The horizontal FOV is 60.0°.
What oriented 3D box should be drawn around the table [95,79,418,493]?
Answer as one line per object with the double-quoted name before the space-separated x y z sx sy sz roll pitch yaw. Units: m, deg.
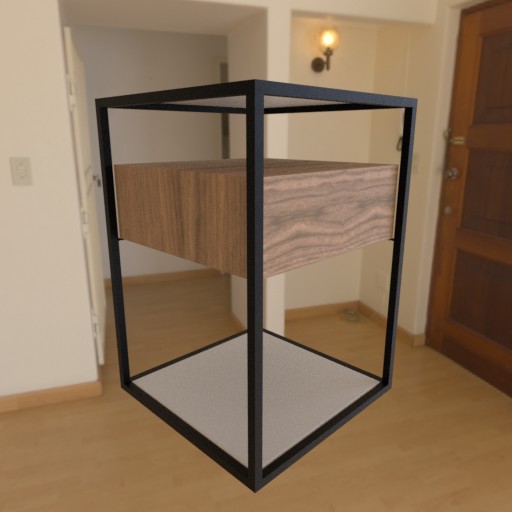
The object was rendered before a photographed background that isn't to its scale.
"table" 0.000 0.000 0.804 0.378 0.540 0.378 -15 21 -43
